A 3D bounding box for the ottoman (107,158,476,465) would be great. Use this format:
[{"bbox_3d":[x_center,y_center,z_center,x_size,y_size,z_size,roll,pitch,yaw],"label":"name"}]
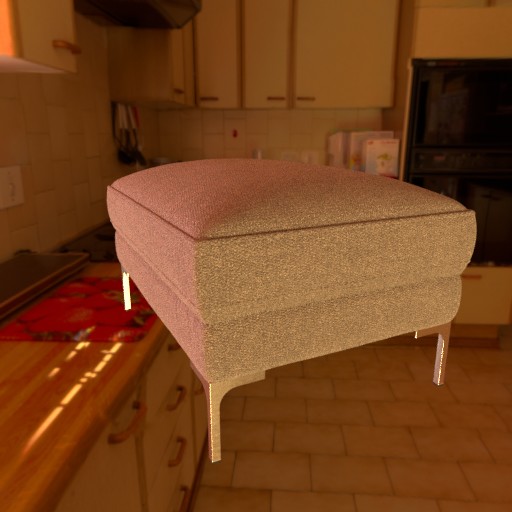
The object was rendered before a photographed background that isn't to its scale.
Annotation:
[{"bbox_3d":[0.000,0.000,1.108,0.583,0.464,0.785,-8,17,-26],"label":"ottoman"}]
